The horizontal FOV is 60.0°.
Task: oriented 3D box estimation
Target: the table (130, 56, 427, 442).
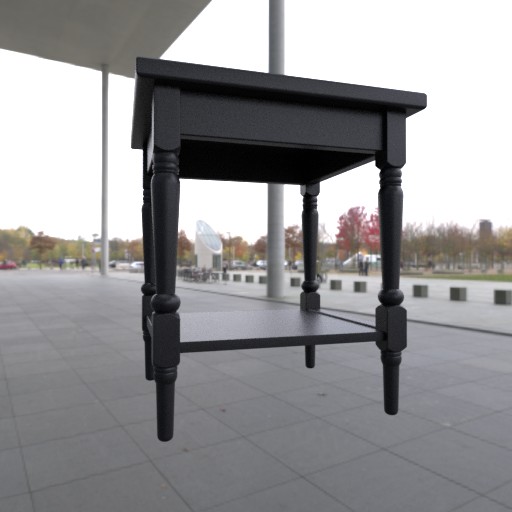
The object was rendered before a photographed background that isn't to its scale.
[{"bbox_3d":[0.000,0.000,0.906,0.488,0.565,0.442,0,-1,-17],"label":"table"}]
